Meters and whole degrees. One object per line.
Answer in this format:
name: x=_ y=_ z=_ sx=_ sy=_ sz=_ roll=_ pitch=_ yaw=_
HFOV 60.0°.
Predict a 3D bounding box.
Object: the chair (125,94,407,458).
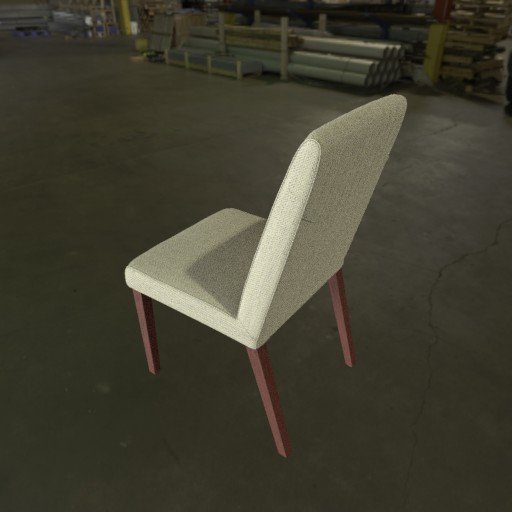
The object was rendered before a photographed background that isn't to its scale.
chair: x=0.000 y=0.000 z=1.257 sx=0.594 sy=0.900 sz=0.480 roll=21 pitch=37 yaw=30
